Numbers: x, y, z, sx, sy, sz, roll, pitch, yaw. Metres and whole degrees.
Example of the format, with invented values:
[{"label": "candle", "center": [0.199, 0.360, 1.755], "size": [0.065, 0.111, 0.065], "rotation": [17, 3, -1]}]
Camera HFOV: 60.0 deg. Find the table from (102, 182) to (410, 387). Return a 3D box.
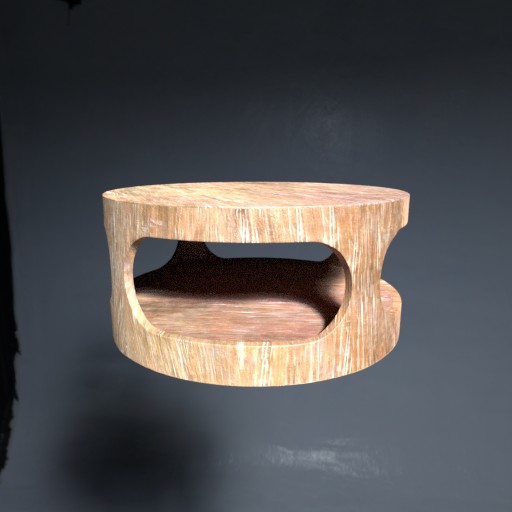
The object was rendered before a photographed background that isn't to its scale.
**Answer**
[{"label": "table", "center": [0.000, 0.000, 1.532], "size": [0.974, 0.450, 0.974], "rotation": [0, 13, 0]}]
